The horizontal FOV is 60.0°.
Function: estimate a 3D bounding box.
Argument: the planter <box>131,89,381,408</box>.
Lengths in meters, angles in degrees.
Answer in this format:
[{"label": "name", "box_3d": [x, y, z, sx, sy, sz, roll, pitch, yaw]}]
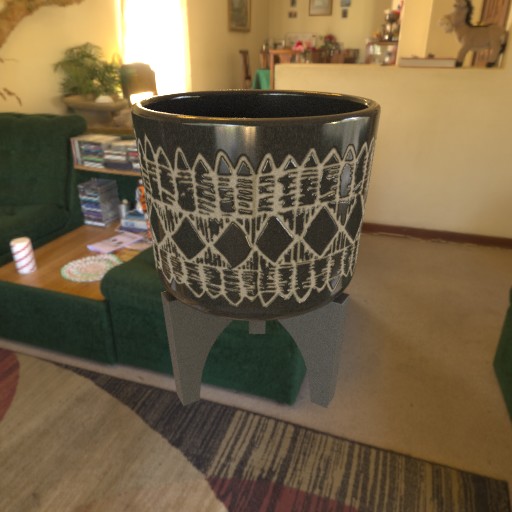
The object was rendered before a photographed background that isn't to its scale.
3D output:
[{"label": "planter", "box_3d": [0.000, 0.000, 0.533, 0.251, 0.355, 0.251, 1, 26, 1]}]
